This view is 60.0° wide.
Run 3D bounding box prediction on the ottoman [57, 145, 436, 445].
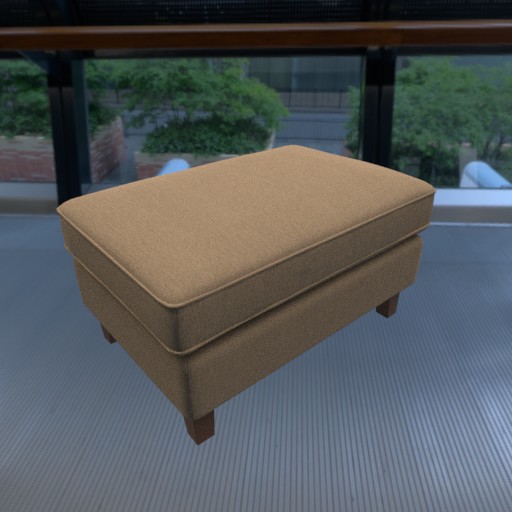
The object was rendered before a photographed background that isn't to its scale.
[{"bbox_3d":[0.000,0.000,1.358,0.945,0.521,0.636,-23,36,-35],"label":"ottoman"}]
